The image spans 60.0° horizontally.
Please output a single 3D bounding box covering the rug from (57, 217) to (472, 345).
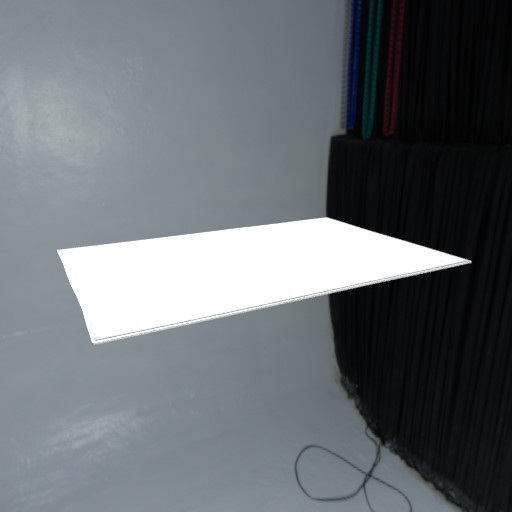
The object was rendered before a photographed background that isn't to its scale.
[{"bbox_3d":[0.000,0.000,3.505,2.746,0.018,1.819,-9,19,-27],"label":"rug"}]
